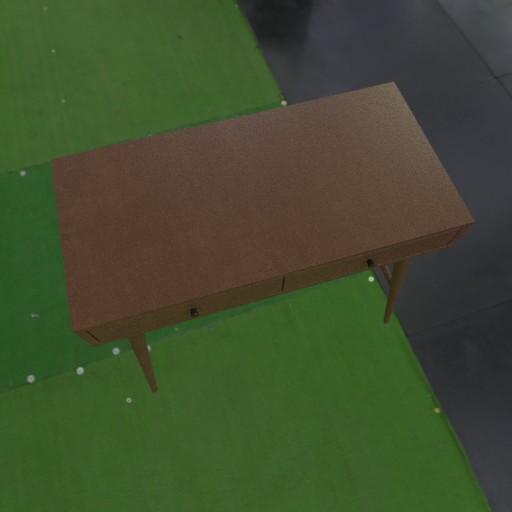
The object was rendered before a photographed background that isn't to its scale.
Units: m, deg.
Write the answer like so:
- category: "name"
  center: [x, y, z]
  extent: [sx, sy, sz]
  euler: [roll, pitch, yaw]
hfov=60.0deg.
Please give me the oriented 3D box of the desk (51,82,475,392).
- category: "desk"
  center: [0.000, 0.000, 1.433]
  extent: [0.949, 0.758, 0.510]
  euler: [-15, 66, -7]
